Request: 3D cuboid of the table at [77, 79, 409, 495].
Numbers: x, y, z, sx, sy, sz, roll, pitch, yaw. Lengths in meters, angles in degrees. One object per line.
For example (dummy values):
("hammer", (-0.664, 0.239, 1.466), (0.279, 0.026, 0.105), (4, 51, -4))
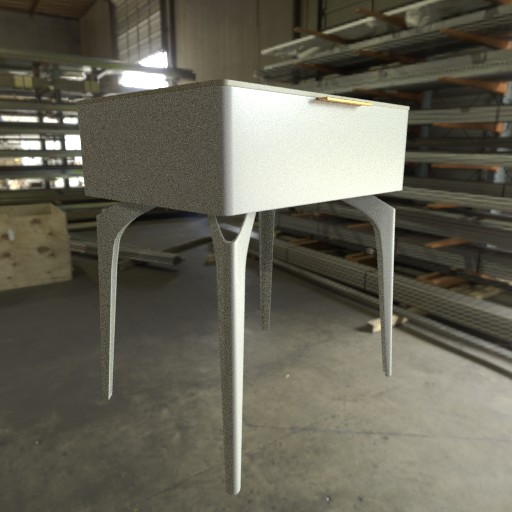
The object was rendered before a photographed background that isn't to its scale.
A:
("table", (0.000, 0.000, 0.875), (0.400, 0.570, 0.500), (13, 19, 42))
